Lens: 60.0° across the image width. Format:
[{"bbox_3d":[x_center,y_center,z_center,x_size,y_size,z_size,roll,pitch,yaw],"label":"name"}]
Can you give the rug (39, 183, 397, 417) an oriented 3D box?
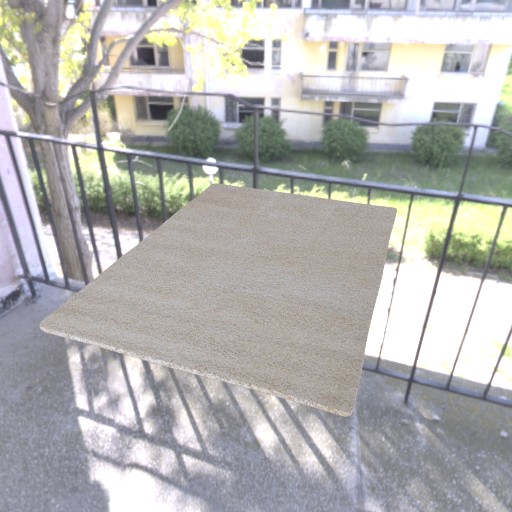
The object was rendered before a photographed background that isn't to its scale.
[{"bbox_3d":[0.000,0.000,2.158,1.199,0.025,1.600,10,32,17],"label":"rug"}]
